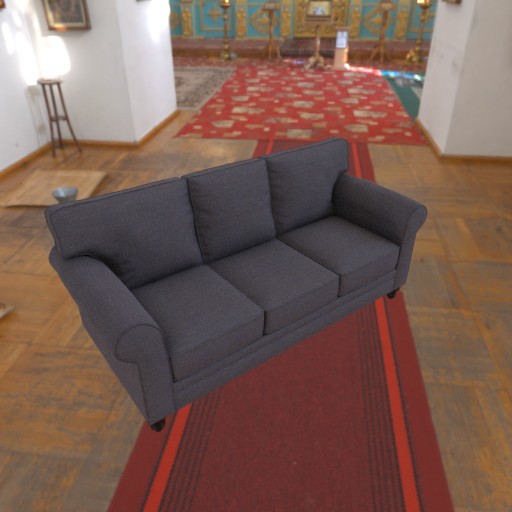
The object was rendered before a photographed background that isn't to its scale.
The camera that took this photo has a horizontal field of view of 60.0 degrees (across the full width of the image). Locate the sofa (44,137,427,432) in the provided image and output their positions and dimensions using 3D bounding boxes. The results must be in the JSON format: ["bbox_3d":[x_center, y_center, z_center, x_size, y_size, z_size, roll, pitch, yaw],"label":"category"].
[{"bbox_3d":[0.000,0.000,2.630,2.084,0.966,0.909,-21,37,-32],"label":"sofa"}]
